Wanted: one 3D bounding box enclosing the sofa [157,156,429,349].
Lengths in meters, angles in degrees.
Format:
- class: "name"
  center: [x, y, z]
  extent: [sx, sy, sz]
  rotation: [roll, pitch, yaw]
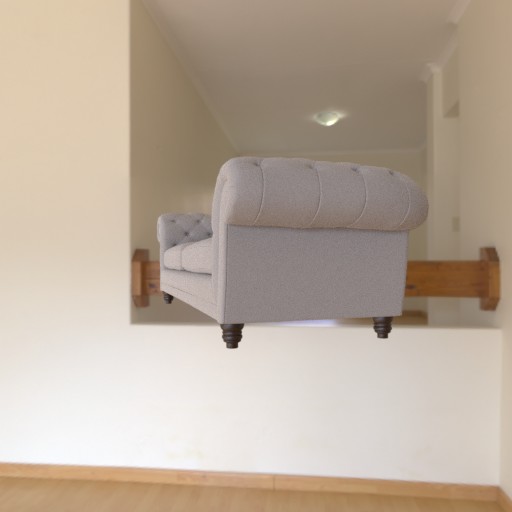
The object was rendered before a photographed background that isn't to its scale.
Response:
- class: "sofa"
  center: [0.000, 0.000, 2.789]
  extent: [0.991, 0.749, 2.411]
  rotation: [0, -1, -19]
